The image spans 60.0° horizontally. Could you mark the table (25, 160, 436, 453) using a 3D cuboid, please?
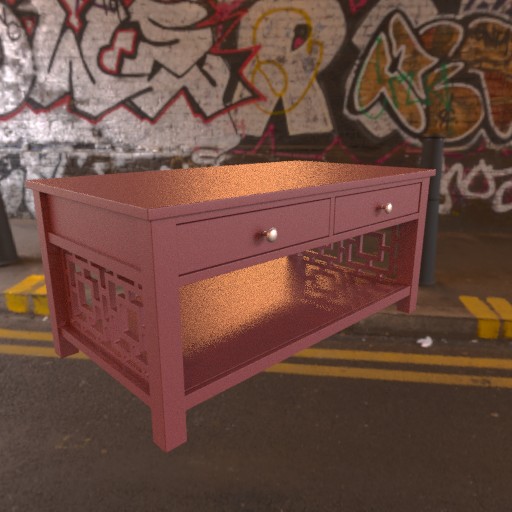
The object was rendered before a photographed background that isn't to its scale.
[{"bbox_3d":[0.000,0.000,1.357,1.068,0.493,0.612,-15,22,-42],"label":"table"}]
